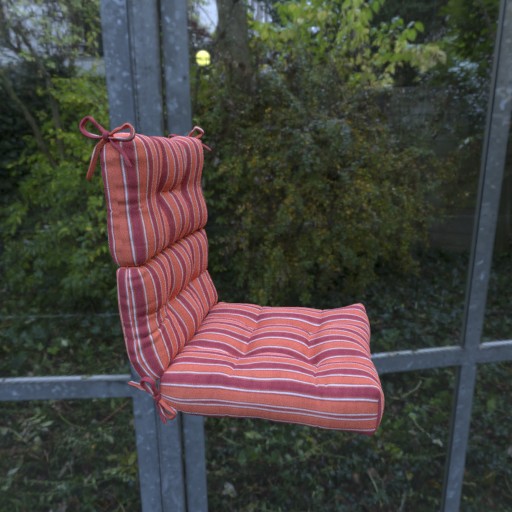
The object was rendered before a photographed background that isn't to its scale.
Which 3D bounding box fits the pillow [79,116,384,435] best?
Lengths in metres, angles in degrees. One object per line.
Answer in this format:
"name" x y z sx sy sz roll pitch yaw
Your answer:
"pillow" 0.000 0.000 1.037 0.571 0.605 0.519 2 14 9
